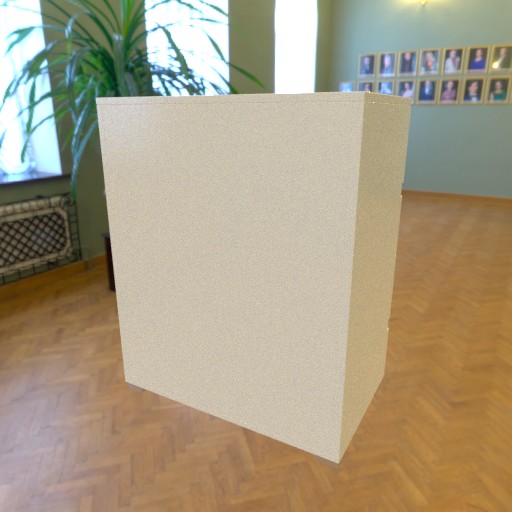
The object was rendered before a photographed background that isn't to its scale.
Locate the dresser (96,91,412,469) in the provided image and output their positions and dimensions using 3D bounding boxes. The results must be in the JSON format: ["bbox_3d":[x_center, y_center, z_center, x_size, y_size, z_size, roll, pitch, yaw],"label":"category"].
[{"bbox_3d":[0.000,0.000,1.191,0.650,0.800,0.400,10,20,28],"label":"dresser"}]
